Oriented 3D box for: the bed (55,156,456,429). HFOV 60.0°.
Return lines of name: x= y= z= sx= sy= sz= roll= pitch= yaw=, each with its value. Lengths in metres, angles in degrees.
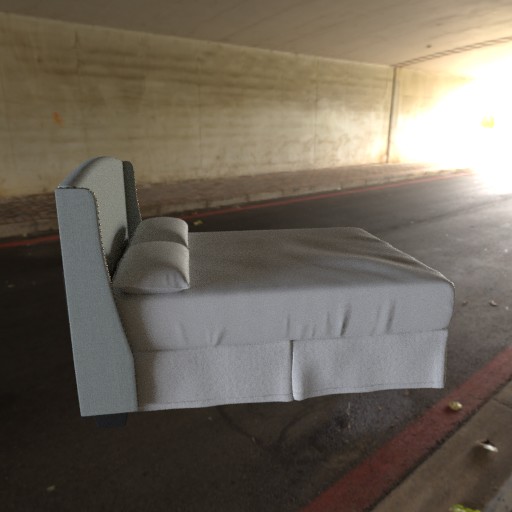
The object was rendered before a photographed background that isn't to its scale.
bed: x=0.000 y=0.000 z=3.201 sx=2.237 sy=1.407 sz=1.710 roll=-3 pitch=17 yaw=-9
